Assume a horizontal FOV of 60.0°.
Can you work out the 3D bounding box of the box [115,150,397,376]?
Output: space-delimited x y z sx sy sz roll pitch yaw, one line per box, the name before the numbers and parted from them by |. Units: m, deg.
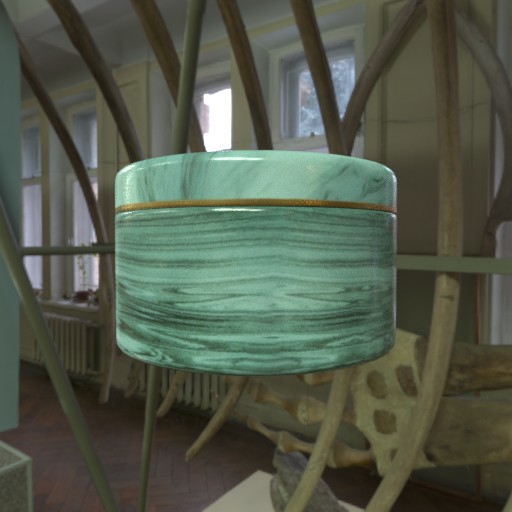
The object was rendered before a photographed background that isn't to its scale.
box | 0.000 0.000 0.167 0.101 0.063 0.101 0 2 0
